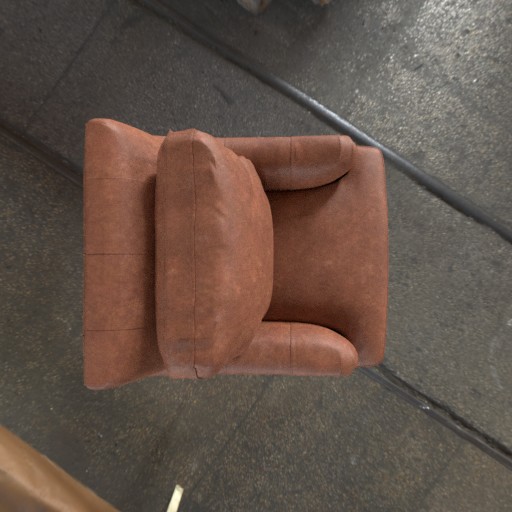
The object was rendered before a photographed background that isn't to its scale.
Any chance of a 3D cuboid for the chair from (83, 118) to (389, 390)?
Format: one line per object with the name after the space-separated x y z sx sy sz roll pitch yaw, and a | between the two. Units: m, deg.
0.000 0.000 1.916 1.158 1.055 0.986 0 89 -1 | chair
